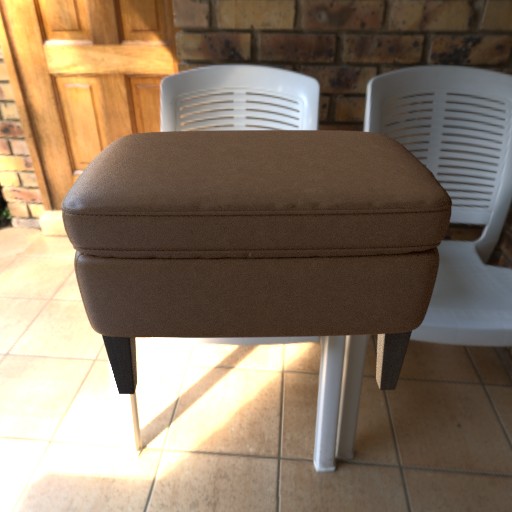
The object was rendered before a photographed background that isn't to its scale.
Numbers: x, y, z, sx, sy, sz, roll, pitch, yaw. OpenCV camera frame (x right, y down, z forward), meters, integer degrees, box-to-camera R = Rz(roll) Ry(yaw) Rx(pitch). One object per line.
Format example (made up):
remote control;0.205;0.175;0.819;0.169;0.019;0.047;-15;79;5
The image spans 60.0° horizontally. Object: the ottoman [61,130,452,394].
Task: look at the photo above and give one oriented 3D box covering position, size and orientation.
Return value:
ottoman;0.000;0.000;0.981;0.670;0.480;0.420;-1;31;-1
